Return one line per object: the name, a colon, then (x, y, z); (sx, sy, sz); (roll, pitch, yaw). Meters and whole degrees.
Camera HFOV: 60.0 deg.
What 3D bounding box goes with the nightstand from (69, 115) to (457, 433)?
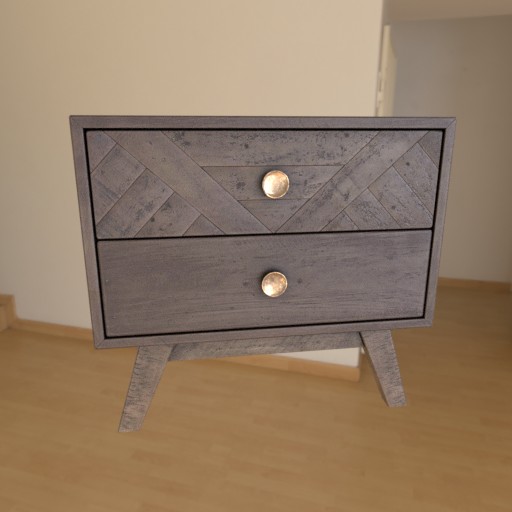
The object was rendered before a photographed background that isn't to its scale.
nightstand: (0.000, 0.000, 1.016); (0.650, 0.599, 0.450); (-2, 16, -8)
